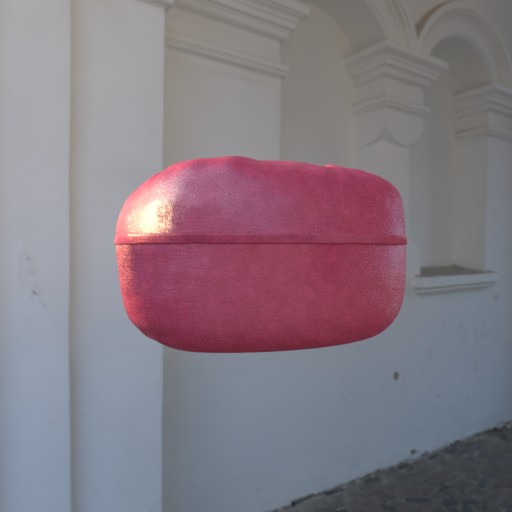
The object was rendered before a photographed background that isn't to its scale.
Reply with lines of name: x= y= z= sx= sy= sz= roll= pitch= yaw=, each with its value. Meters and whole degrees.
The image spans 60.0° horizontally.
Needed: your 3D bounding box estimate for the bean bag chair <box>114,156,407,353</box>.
bean bag chair: x=0.000 y=0.000 z=2.500 sx=1.524 sy=0.878 sz=1.524 roll=0 pitch=1 yaw=-18
